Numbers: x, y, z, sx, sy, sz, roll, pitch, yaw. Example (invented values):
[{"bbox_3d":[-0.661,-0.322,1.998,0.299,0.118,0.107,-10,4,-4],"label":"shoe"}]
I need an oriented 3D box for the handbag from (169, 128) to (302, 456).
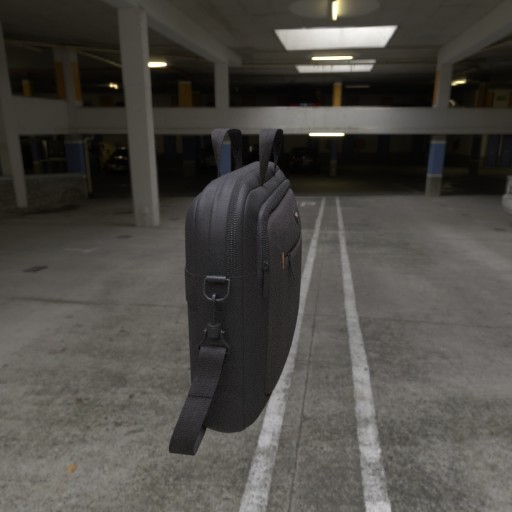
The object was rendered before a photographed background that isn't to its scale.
[{"bbox_3d":[0.000,0.000,0.442,0.089,0.244,0.320,3,16,9],"label":"handbag"}]
